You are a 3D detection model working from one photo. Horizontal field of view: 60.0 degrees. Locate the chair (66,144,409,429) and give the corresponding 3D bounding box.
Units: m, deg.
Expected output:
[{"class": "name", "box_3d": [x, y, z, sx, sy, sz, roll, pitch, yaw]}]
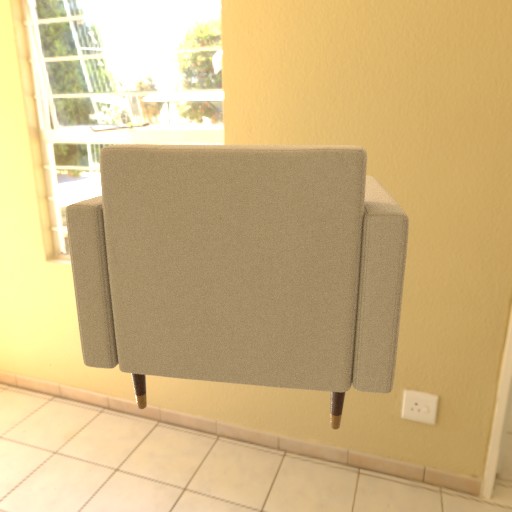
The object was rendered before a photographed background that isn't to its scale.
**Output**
[{"class": "chair", "box_3d": [0.000, 0.000, 1.635, 0.953, 0.819, 0.998, 3, 16, 9]}]
